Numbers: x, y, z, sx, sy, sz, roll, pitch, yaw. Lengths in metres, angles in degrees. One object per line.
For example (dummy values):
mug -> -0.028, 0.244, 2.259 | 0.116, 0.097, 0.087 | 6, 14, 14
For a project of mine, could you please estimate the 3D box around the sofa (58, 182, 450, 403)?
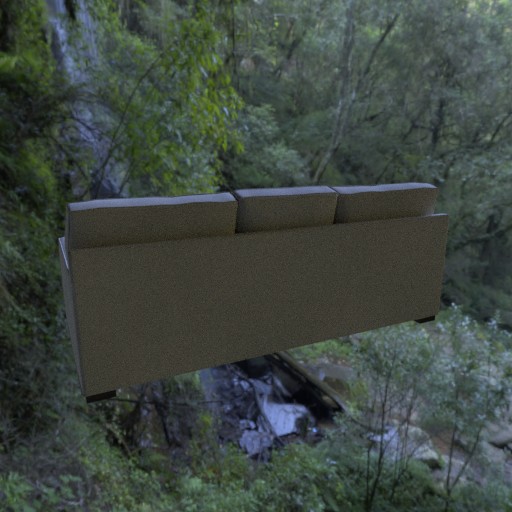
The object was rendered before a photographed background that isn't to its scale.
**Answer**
sofa -> 0.000, 0.000, 2.613 | 2.088, 0.862, 0.935 | -7, 16, -25
